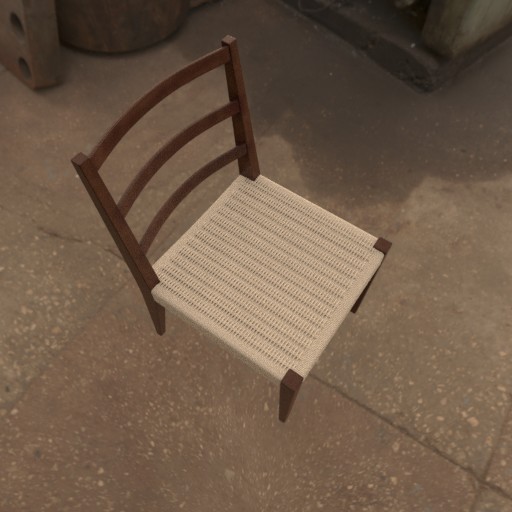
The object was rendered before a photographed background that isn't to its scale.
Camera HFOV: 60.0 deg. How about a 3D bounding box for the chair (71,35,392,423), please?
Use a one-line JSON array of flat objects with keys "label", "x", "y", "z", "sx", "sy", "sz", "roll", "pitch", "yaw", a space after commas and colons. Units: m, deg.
[{"label": "chair", "x": 0.000, "y": 0.000, "z": 1.164, "sx": 0.551, "sy": 0.813, "sz": 0.480, "roll": 31, "pitch": 63, "yaw": 18}]
